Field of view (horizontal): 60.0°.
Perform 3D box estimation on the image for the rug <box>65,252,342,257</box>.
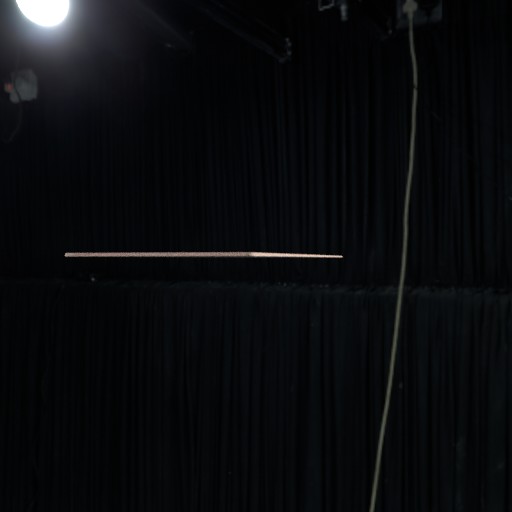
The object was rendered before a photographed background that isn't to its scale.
[{"bbox_3d":[0.000,0.000,2.716,0.760,0.015,2.435,0,0,18],"label":"rug"}]
